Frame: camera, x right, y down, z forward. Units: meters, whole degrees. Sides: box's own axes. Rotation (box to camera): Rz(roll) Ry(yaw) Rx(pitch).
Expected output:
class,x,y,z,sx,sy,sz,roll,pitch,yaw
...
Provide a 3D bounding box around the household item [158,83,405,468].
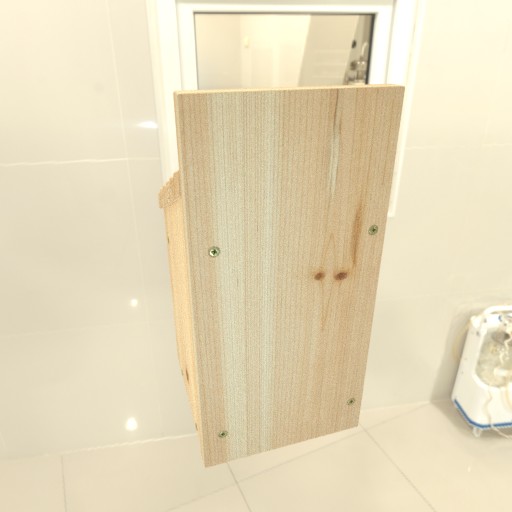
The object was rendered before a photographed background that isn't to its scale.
class,x,y,z,sx,sy,sz,roll,pitch,yaw
household item,0.000,0.000,0.402,0.149,0.300,0.171,-8,27,-16
